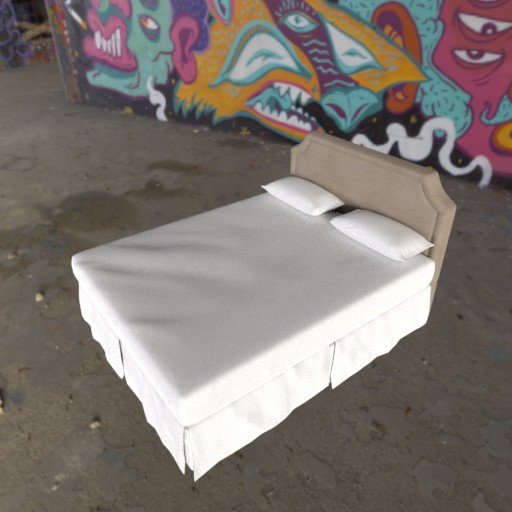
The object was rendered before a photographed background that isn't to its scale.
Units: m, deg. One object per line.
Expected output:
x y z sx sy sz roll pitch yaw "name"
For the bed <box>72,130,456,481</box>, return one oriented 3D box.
0.000 0.000 3.571 2.498 1.293 1.977 -22 38 -31 "bed"
